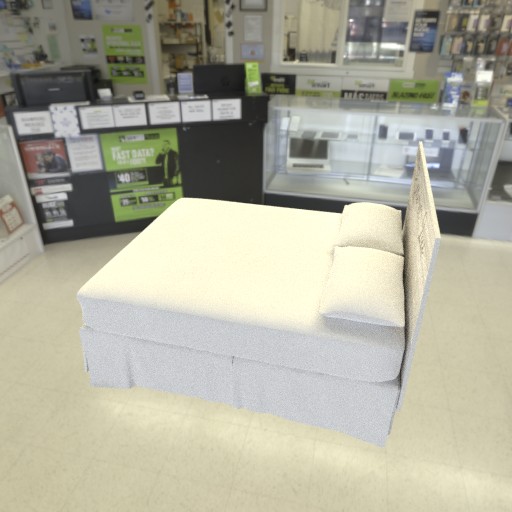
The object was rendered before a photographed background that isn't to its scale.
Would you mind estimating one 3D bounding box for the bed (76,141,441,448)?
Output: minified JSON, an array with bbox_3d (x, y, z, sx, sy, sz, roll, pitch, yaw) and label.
[{"bbox_3d":[0.000,0.000,3.150,2.094,1.335,1.745,8,31,13],"label":"bed"}]
